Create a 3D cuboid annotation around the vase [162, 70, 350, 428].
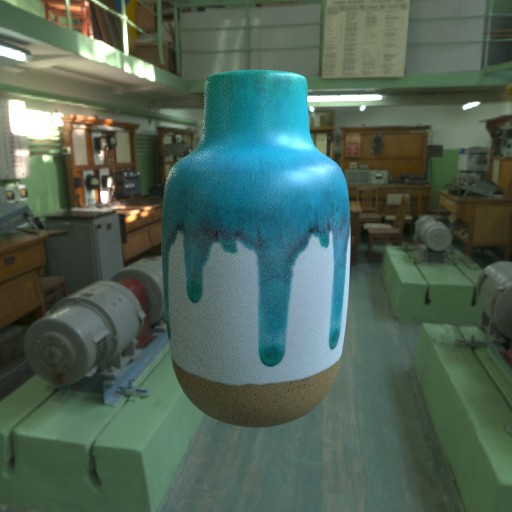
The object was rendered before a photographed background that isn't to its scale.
[{"bbox_3d":[0.000,0.000,0.254,0.106,0.192,0.106,0,14,0],"label":"vase"}]
